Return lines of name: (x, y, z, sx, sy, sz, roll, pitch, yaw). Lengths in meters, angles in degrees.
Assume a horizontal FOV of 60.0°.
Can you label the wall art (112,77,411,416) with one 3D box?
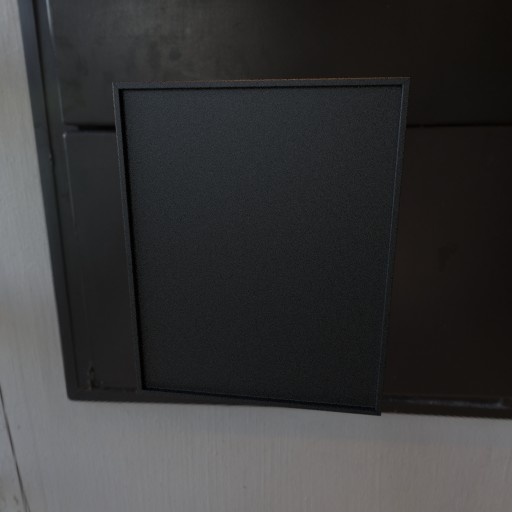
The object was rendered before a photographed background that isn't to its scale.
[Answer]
wall art: (0.000, 0.000, 0.753, 0.449, 0.555, 0.039, 2, 16, 8)
